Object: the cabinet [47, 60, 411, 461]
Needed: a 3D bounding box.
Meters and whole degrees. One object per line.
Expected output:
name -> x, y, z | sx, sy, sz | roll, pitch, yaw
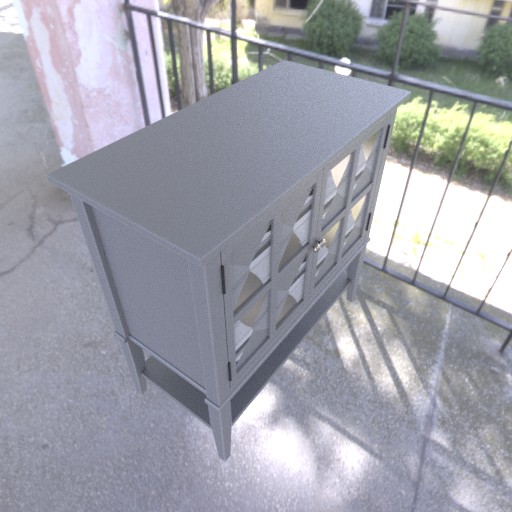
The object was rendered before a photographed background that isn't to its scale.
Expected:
cabinet -> 0.000, 0.000, 1.253 | 0.396, 0.780, 0.801 | 27, 49, 27
